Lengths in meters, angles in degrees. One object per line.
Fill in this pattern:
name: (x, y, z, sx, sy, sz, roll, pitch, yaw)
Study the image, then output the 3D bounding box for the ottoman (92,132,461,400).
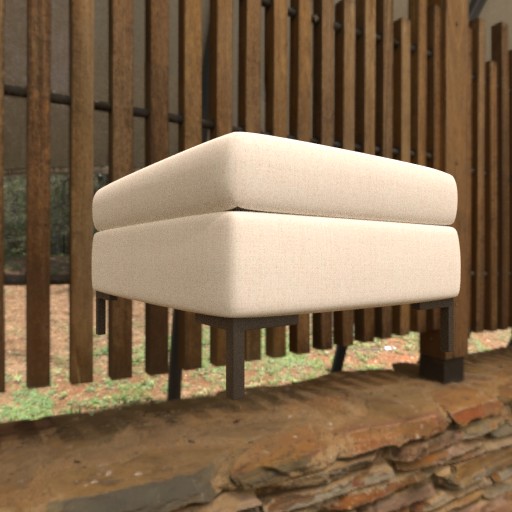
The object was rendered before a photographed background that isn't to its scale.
ottoman: (0.000, 0.000, 1.168, 0.657, 0.453, 0.794, 0, 0, -36)
